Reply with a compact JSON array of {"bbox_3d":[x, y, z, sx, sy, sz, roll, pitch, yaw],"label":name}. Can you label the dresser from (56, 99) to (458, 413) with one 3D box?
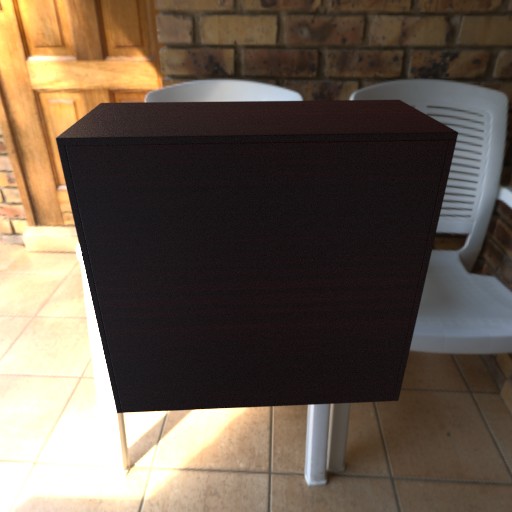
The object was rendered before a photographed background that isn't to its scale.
[{"bbox_3d":[0.000,0.000,1.156,0.750,0.720,0.360,-2,30,-3],"label":"dresser"}]
